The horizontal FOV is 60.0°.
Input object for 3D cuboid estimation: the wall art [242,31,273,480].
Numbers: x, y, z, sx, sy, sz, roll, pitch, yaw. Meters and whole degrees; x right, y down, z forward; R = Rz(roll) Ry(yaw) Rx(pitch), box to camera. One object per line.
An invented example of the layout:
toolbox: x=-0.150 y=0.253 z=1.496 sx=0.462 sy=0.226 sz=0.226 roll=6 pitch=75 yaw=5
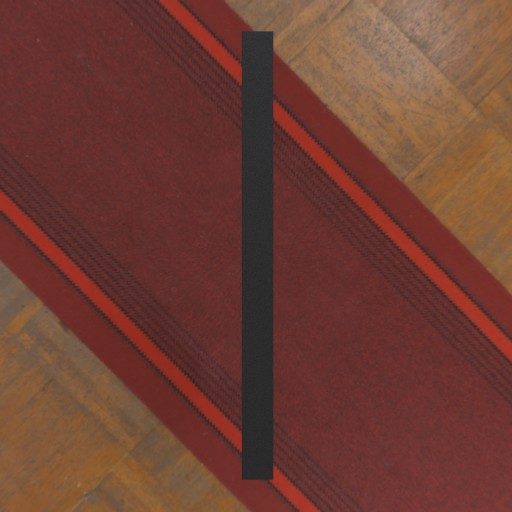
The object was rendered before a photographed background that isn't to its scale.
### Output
wall art: x=0.000 y=0.000 z=0.751 sx=0.036 sy=0.503 sz=0.506 roll=0 pitch=90 yaw=0
